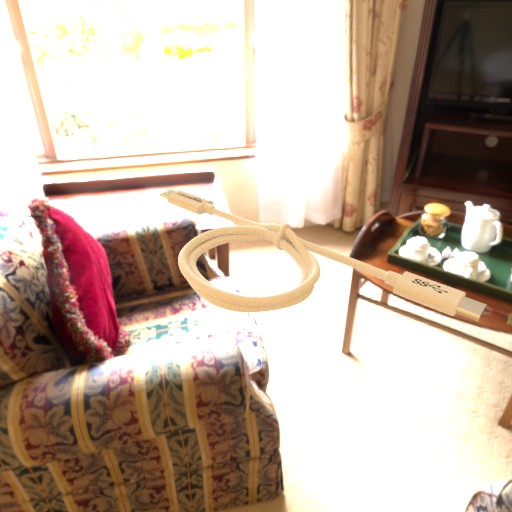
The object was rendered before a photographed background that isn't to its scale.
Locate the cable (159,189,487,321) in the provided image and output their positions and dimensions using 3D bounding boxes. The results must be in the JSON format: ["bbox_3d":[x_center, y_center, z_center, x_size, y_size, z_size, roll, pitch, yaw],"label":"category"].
[{"bbox_3d":[0.000,0.000,0.204,0.186,0.014,0.070,23,38,32],"label":"cable"}]
